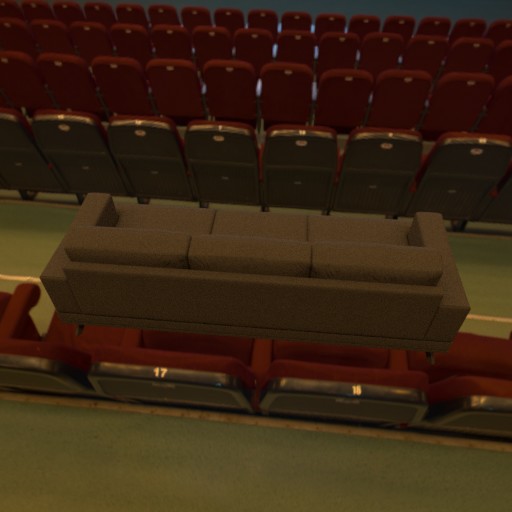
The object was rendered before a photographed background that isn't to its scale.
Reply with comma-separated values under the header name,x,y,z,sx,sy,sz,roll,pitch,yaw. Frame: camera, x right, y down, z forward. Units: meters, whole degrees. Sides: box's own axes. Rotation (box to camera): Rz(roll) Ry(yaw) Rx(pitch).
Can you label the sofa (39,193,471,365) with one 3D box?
name,x,y,z,sx,sy,sz,roll,pitch,yaw
sofa,0.000,0.000,2.769,2.310,0.810,0.920,4,46,4
